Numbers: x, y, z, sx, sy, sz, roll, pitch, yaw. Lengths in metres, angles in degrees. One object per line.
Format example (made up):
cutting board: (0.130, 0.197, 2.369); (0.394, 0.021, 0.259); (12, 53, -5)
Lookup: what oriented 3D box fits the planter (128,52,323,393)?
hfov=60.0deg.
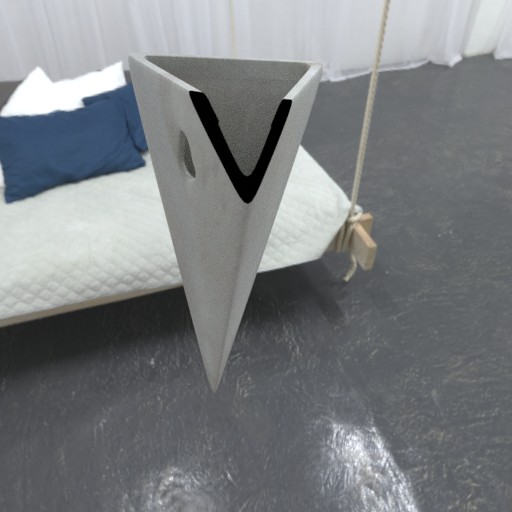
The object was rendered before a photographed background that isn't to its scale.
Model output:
planter: (0.000, 0.000, 0.156); (0.047, 0.130, 0.058); (-27, 48, -27)
